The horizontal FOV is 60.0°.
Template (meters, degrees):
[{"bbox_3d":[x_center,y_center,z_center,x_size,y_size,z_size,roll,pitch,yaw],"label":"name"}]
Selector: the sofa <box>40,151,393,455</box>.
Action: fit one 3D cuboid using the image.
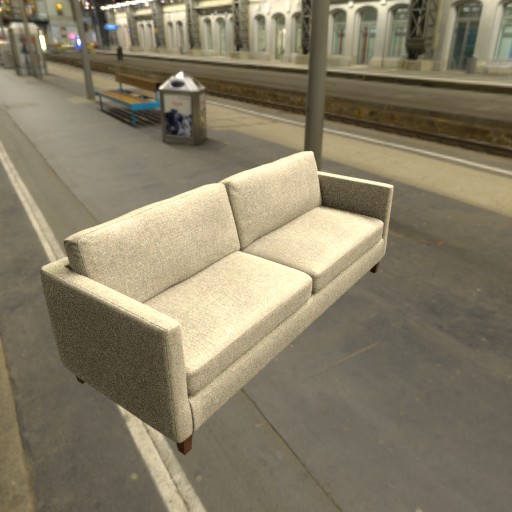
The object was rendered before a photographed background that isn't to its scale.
[{"bbox_3d":[0.000,0.000,2.941,0.948,0.951,2.434,18,31,32],"label":"sofa"}]
